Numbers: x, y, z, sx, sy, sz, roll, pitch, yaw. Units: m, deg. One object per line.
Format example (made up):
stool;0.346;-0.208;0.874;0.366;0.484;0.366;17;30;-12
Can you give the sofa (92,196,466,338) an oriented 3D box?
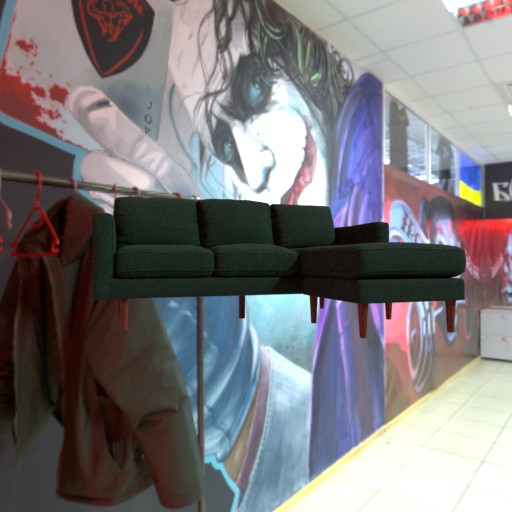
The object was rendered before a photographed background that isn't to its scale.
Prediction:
sofa;0.000;0.000;2.930;2.030;0.899;1.580;0;-1;-19
